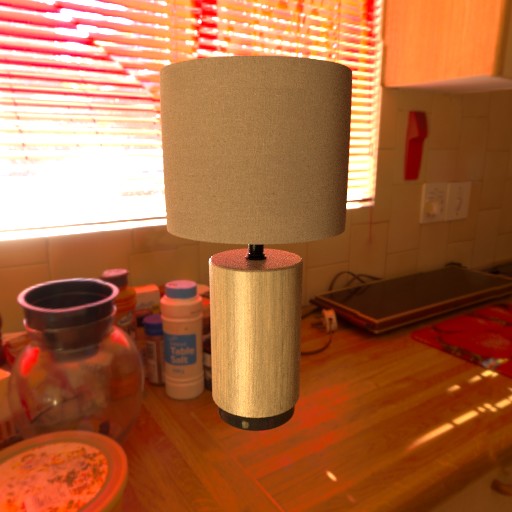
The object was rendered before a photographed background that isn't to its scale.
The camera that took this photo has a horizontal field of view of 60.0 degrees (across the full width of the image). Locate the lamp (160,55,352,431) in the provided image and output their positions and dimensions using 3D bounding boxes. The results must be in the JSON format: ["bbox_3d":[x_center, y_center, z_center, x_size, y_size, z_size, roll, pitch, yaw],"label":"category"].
[{"bbox_3d":[0.000,0.000,0.581,0.228,0.444,0.228,7,15,26],"label":"lamp"}]
